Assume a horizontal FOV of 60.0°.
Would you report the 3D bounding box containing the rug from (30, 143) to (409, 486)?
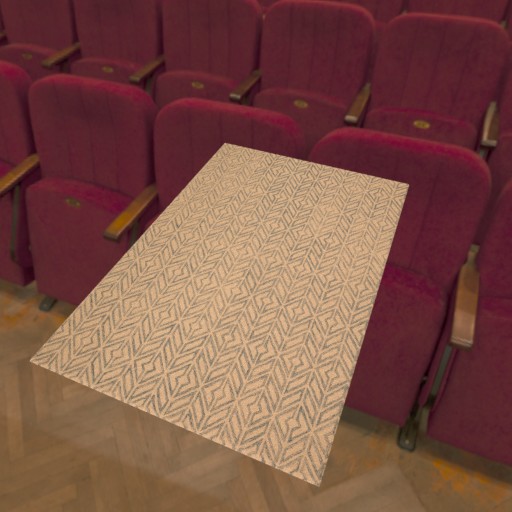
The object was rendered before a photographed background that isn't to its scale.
[{"bbox_3d":[0.000,0.000,2.222,1.220,0.008,1.824,17,47,16],"label":"rug"}]
